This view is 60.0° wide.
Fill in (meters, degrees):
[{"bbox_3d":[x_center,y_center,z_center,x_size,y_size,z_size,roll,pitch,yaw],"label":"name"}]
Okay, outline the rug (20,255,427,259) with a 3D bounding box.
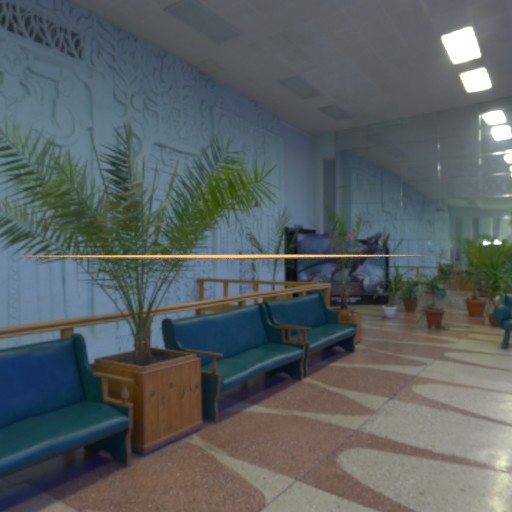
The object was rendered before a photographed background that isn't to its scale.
[{"bbox_3d":[0.000,0.000,2.895,1.524,0.006,2.285,0,0,37],"label":"rug"}]
